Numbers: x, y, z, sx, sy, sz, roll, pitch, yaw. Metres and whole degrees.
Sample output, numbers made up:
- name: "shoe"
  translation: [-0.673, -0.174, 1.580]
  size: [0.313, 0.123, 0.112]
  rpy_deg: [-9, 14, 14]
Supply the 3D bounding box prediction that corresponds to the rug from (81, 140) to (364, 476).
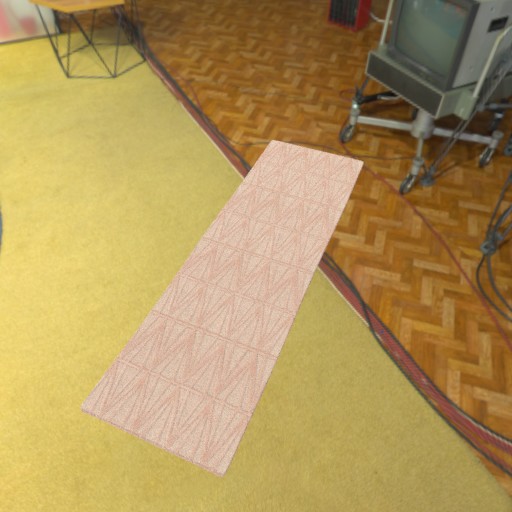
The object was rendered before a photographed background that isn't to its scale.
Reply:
- name: "rug"
  translation: [0.000, 0.000, 2.719]
  size: [0.760, 0.015, 2.435]
  rpy_deg: [18, 50, 15]
